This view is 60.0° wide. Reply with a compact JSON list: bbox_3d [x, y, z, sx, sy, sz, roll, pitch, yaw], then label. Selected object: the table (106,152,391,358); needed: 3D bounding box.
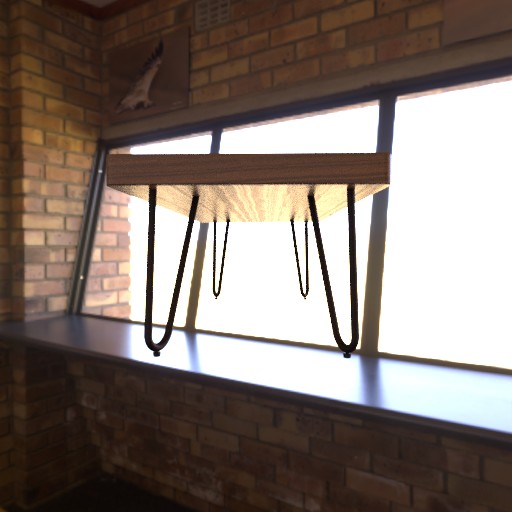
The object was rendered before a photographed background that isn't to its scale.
[{"bbox_3d":[0.000,0.000,1.653,0.637,0.468,1.375,0,1,2],"label":"table"}]
